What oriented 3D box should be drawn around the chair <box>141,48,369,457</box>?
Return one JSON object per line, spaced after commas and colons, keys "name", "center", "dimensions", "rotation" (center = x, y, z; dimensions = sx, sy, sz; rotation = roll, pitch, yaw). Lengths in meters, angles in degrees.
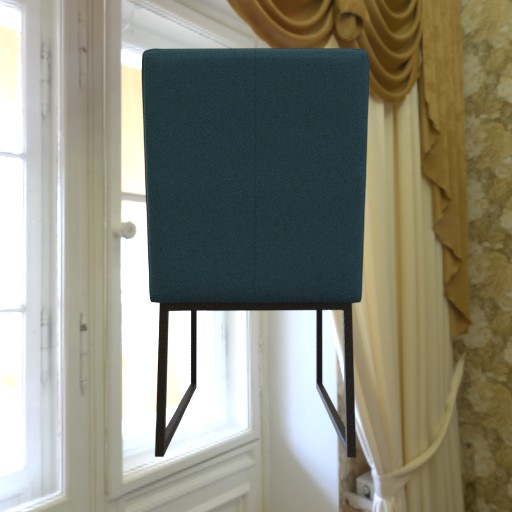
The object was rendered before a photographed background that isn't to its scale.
{"name": "chair", "center": [0.000, 0.000, 1.278], "dimensions": [0.520, 0.930, 0.634], "rotation": [0, -1, 0]}
